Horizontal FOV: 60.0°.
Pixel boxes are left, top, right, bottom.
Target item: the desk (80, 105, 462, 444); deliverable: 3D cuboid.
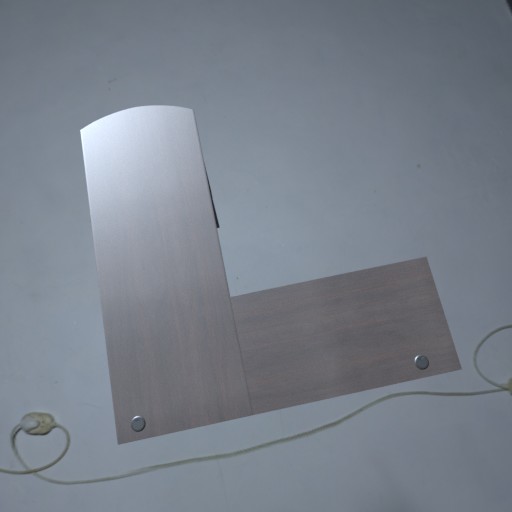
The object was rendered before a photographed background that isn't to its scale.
[{"bbox_3d":[0.000,0.000,2.149,1.303,0.716,1.361,-11,76,-3],"label":"desk"}]
